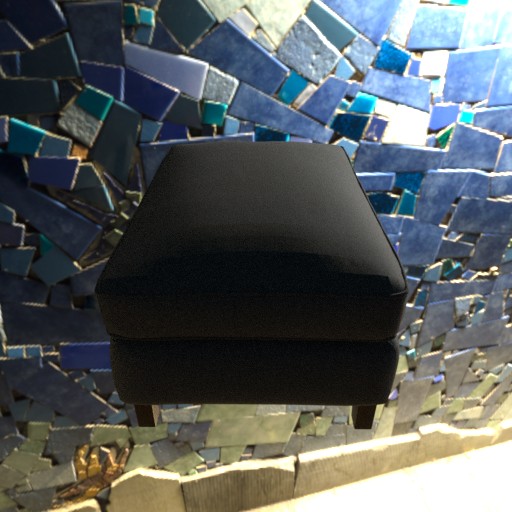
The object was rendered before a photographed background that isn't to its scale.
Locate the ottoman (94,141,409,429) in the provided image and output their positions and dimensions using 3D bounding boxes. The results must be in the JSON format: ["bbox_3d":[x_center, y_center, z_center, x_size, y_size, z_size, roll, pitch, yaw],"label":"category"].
[{"bbox_3d":[0.000,0.000,0.990,0.508,0.406,0.686,0,32,1],"label":"ottoman"}]
